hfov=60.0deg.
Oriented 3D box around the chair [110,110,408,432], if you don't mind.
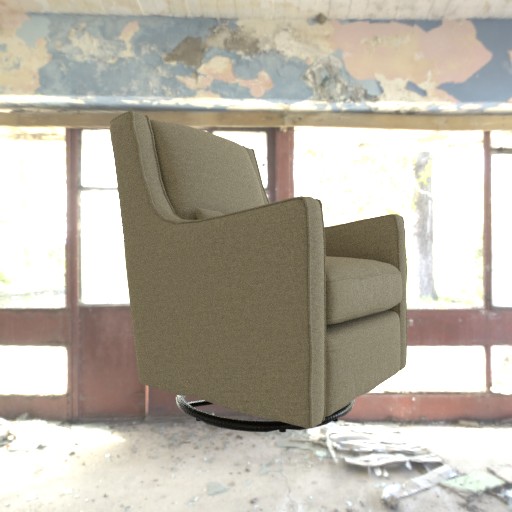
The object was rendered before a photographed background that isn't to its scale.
[{"bbox_3d":[0.000,0.000,1.568,0.879,0.993,0.732,0,1,36],"label":"chair"}]
